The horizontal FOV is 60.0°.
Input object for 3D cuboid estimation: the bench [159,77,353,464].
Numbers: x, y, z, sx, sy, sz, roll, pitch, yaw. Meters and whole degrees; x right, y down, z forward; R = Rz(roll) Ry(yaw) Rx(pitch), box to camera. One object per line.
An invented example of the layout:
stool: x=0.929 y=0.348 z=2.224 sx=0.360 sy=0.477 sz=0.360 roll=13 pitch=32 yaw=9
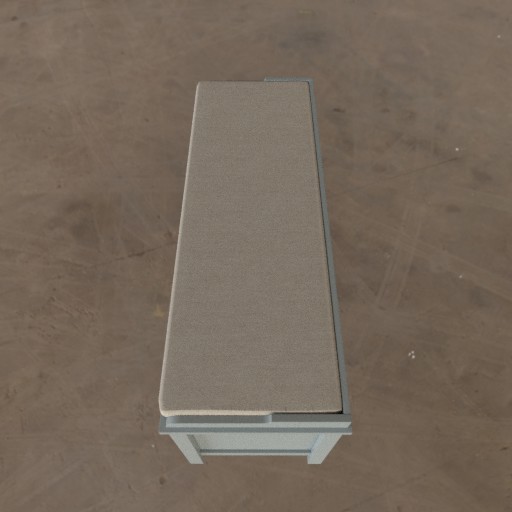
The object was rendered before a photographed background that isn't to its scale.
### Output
bench: x=0.000 y=0.000 z=1.393 sx=0.398 sy=0.501 sz=1.140 roll=0 pitch=56 yaw=0
